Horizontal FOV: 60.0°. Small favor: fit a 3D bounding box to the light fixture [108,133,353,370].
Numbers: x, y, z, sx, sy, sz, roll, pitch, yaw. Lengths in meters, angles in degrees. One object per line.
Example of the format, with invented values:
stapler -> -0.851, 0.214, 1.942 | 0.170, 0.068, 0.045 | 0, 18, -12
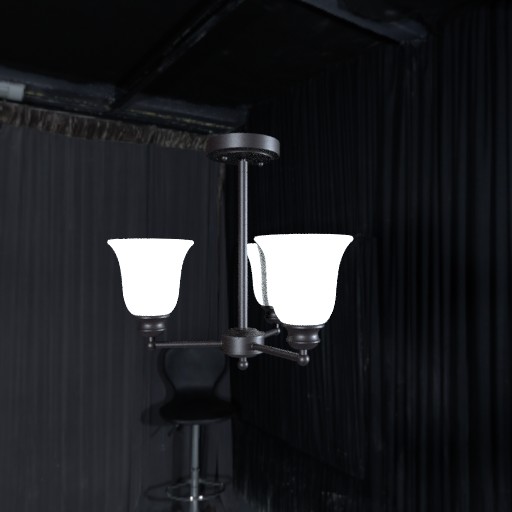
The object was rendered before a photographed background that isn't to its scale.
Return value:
light fixture -> 0.000, 0.000, 0.696 | 0.388, 0.370, 0.354 | 1, -1, -36
